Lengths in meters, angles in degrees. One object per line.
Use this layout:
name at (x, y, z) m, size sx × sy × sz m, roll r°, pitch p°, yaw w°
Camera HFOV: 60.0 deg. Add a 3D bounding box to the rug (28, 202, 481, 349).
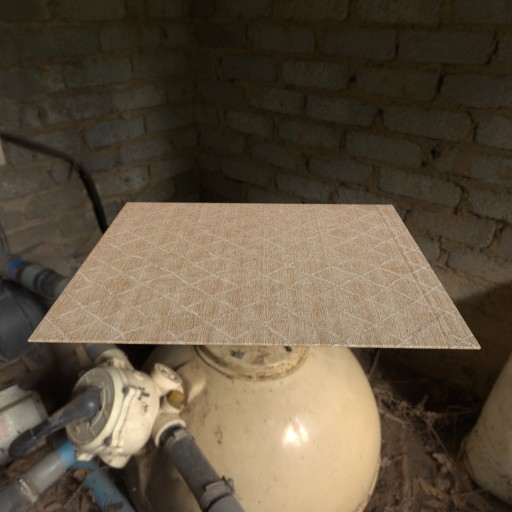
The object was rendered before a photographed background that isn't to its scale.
rug at (0.000, 0.000, 4.022) m, size 3.039 × 0.019 × 2.420 m, roll 1°, pitch 29°, yaw 1°
